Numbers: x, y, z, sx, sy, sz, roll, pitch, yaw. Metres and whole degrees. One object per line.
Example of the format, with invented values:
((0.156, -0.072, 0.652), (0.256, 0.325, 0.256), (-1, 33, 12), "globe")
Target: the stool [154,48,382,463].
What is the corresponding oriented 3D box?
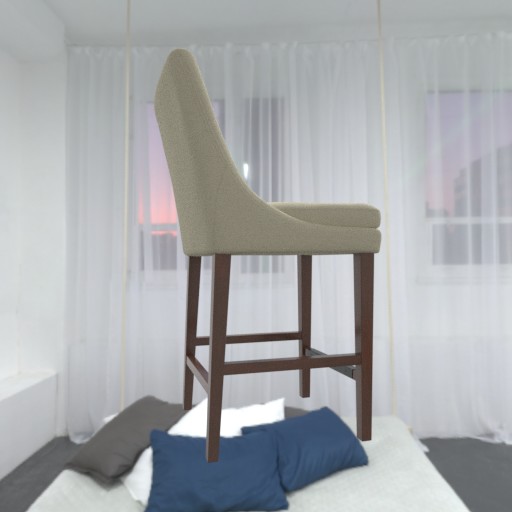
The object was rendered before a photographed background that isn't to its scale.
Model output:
((0.000, 0.000, 1.302), (0.577, 0.981, 0.470), (0, -1, -18), "stool")
